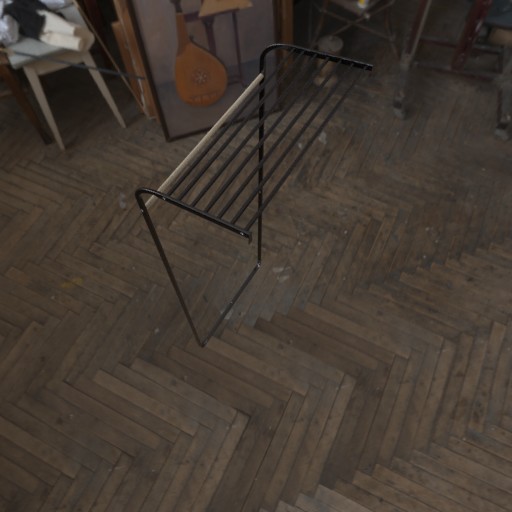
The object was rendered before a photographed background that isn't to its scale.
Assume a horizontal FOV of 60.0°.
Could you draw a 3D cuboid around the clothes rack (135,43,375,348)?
[{"bbox_3d":[0.000,0.000,1.779,0.349,1.574,0.609,29,67,14],"label":"clothes rack"}]
